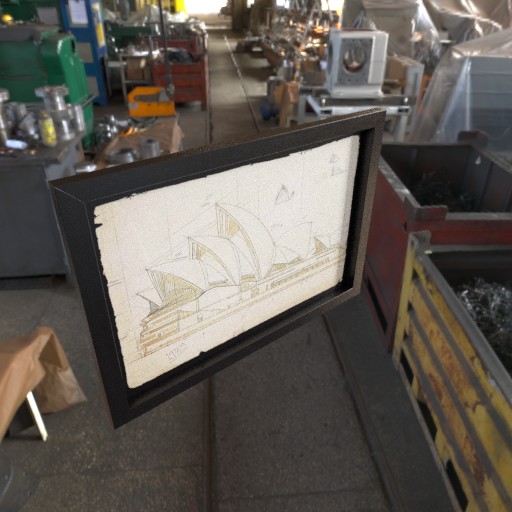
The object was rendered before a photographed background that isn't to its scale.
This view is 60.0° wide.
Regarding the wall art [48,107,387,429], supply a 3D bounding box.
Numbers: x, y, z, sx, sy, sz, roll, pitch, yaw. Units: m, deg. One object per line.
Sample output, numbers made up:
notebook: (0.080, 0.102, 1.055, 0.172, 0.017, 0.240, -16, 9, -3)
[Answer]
wall art: (0.000, 0.000, 0.848, 0.657, 0.458, 0.027, -22, 38, -32)
